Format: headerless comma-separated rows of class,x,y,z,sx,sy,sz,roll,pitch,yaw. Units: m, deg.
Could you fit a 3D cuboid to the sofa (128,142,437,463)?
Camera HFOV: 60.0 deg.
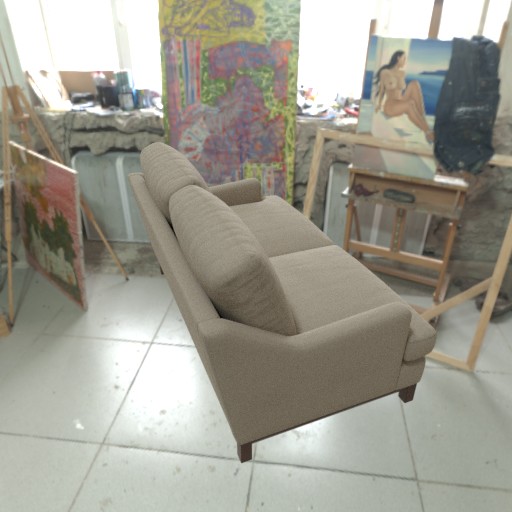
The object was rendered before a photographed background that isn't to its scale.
sofa,0.000,0.000,2.284,1.004,0.910,1.619,-12,32,-19
